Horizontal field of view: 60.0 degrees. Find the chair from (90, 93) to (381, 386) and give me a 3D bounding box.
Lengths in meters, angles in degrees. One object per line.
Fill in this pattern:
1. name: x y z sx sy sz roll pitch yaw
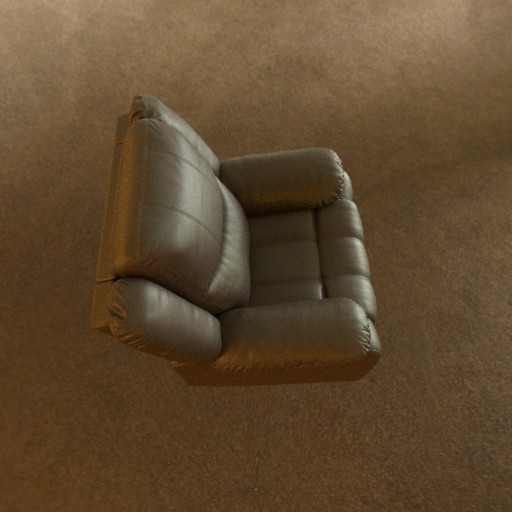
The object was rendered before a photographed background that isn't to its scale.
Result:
1. chair: 0.000 0.000 1.700 0.934 1.009 0.899 -2 62 -1
